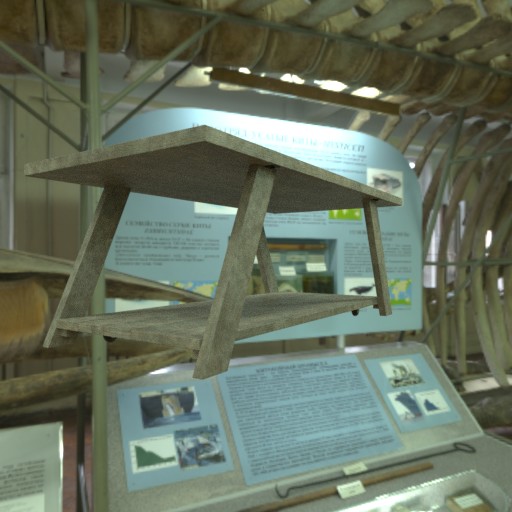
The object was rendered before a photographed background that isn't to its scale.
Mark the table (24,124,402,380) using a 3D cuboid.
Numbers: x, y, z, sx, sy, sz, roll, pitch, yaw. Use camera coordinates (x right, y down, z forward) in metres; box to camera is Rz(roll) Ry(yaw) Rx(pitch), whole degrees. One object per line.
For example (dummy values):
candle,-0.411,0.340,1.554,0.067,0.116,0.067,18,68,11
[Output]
table,0.000,0.000,1.469,0.610,0.470,1.219,0,0,34
